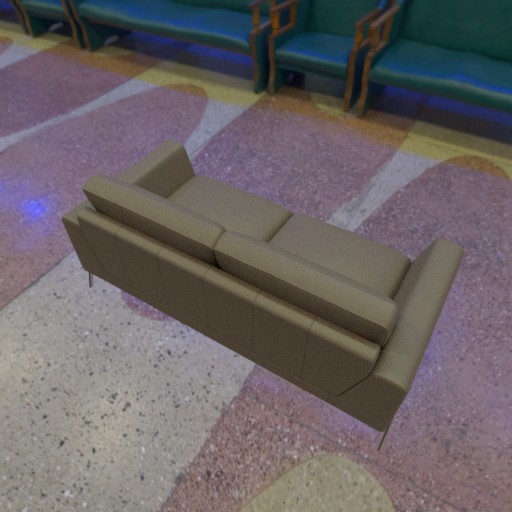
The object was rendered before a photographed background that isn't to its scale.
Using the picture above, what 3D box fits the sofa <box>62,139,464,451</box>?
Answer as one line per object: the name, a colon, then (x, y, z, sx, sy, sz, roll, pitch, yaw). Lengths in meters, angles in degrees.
sofa: (0.000, 0.000, 2.522, 2.017, 0.875, 0.953, 24, 51, 21)
